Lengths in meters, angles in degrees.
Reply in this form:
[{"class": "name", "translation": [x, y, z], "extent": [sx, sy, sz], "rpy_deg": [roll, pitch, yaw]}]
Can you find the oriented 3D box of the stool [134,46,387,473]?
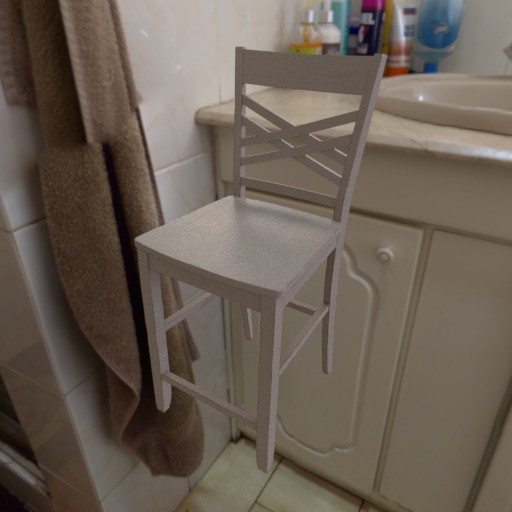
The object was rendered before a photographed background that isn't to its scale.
[{"class": "stool", "translation": [0.000, 0.000, 1.309], "extent": [0.462, 1.079, 0.539], "rpy_deg": [18, 34, 29]}]
